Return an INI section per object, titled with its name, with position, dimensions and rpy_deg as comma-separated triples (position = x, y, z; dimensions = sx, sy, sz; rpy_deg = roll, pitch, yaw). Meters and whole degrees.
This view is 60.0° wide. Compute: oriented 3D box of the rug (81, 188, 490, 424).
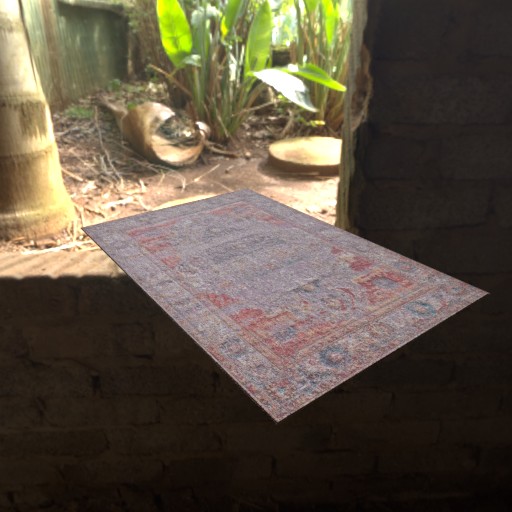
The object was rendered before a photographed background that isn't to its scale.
[rug]
position = 0.000, 0.000, 2.290
dimensions = 1.219, 0.005, 1.829
rpy_deg = -19, 33, -32
